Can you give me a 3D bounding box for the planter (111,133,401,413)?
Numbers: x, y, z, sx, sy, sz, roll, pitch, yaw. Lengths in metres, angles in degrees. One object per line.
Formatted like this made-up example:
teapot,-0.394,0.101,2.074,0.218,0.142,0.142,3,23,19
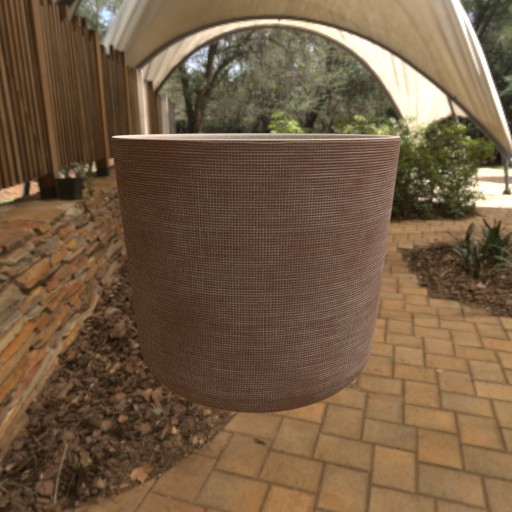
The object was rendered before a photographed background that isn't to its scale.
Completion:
planter,0.000,0.000,0.760,0.440,0.398,0.440,0,16,0
